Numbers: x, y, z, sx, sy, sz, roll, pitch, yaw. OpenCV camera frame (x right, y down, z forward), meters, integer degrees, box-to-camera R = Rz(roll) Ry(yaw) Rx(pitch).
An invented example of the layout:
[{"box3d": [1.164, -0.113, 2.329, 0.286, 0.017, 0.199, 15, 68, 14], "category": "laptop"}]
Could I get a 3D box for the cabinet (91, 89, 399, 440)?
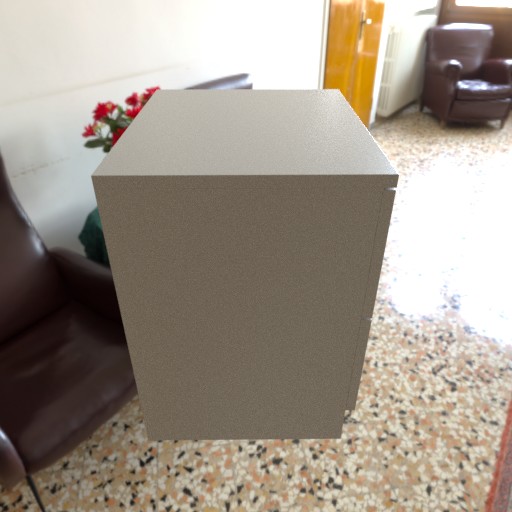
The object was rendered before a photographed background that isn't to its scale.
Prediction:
[{"box3d": [0.000, 0.000, 0.775, 0.360, 0.470, 0.400, 0, 33, 0], "category": "cabinet"}]
